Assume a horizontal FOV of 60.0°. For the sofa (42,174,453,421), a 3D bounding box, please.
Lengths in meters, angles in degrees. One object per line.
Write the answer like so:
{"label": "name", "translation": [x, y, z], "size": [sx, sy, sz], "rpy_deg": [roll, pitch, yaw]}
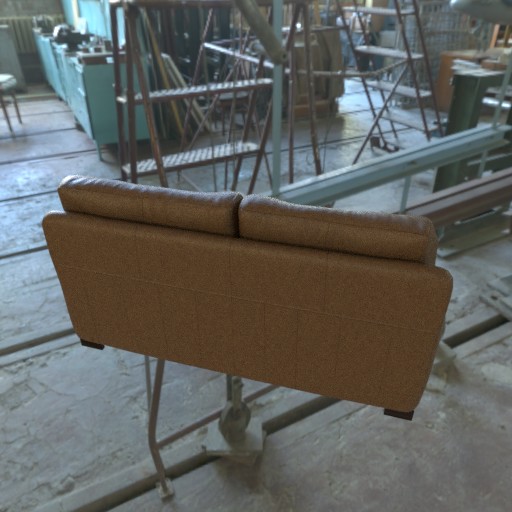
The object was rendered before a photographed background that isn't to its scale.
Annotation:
{"label": "sofa", "translation": [0.000, 0.000, 2.407], "size": [1.855, 0.980, 0.962], "rpy_deg": [9, 33, 14]}
